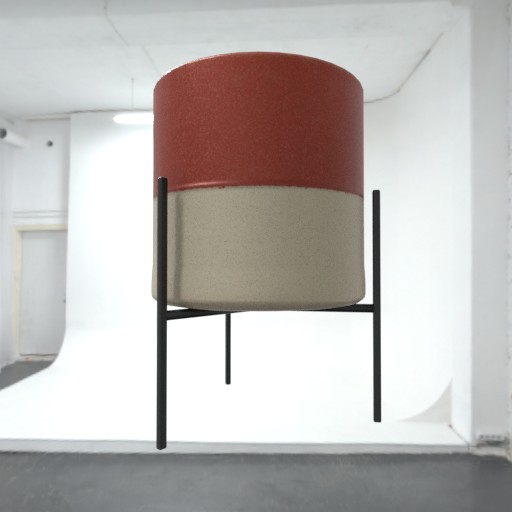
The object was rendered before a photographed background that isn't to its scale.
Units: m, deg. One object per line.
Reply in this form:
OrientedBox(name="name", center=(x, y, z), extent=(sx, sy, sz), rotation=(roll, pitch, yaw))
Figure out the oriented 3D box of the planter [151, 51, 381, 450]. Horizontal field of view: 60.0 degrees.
OrientedBox(name="planter", center=(0.000, 0.000, 0.507), extent=(0.235, 0.354, 0.251), rotation=(0, -1, -18))
